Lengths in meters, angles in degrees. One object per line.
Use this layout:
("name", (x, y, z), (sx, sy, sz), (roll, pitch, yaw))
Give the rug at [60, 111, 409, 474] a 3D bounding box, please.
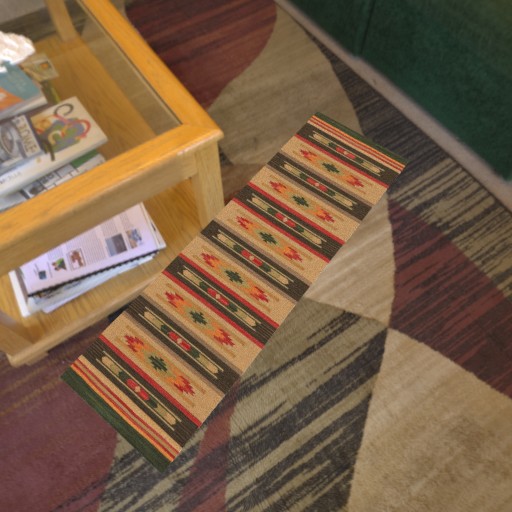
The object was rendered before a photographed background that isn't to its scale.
("rug", (0.000, 0.000, 2.695), (0.760, 0.009, 2.440), (35, 68, 16))
